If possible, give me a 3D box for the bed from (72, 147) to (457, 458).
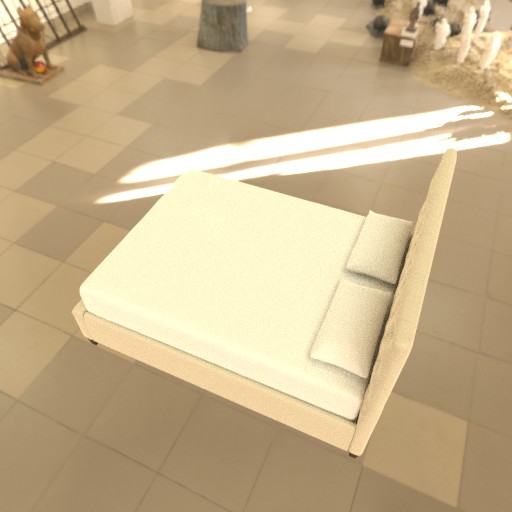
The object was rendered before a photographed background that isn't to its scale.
[{"bbox_3d":[0.000,0.000,3.254,2.233,1.426,1.696,18,49,16],"label":"bed"}]
